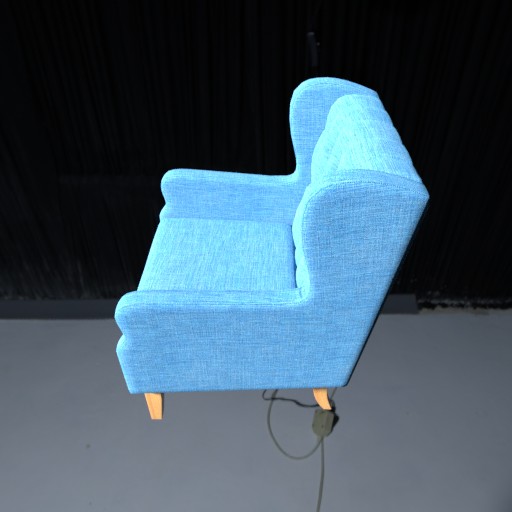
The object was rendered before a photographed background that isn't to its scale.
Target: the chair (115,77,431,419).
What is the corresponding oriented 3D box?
[{"bbox_3d":[0.000,0.000,1.465,0.775,0.952,0.711,1,40,1],"label":"chair"}]
